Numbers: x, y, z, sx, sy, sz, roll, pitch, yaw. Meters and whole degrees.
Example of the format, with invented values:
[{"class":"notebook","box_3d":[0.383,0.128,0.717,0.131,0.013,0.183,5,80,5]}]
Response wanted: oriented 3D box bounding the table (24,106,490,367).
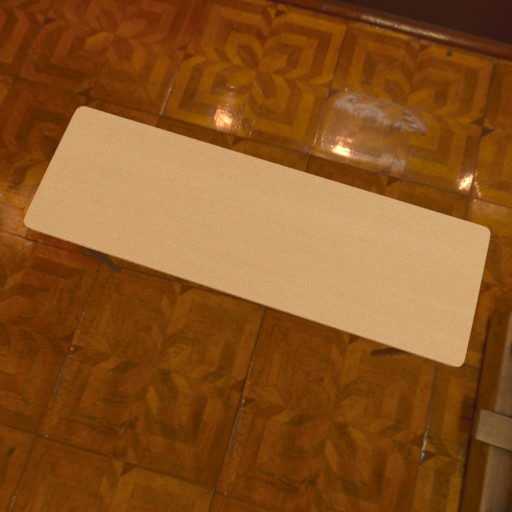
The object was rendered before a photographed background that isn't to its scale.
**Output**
[{"class":"table","box_3d":[0.000,0.000,1.740,1.397,0.750,0.446,18,77,4]}]
